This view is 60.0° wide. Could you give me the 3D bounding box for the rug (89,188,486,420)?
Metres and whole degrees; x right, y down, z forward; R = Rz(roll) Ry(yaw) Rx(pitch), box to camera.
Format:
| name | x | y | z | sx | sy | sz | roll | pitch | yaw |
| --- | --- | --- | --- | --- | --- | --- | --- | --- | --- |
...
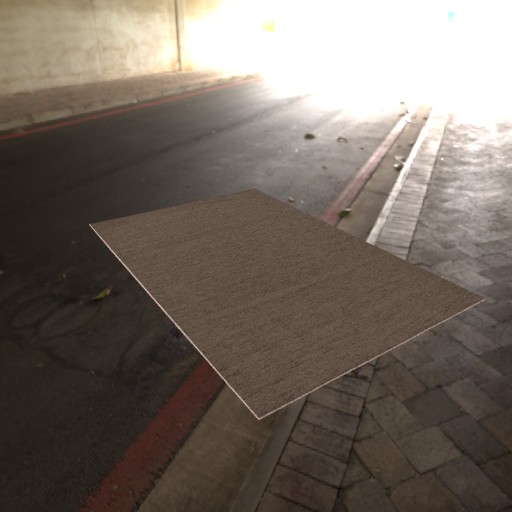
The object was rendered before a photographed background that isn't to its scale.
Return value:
| name | x | y | z | sx | sy | sz | roll | pitch | yaw |
| --- | --- | --- | --- | --- | --- | --- | --- | --- | --- |
| rug | 0.000 | 0.000 | 2.346 | 1.225 | 0.013 | 1.840 | -17 | 32 | -30 |
